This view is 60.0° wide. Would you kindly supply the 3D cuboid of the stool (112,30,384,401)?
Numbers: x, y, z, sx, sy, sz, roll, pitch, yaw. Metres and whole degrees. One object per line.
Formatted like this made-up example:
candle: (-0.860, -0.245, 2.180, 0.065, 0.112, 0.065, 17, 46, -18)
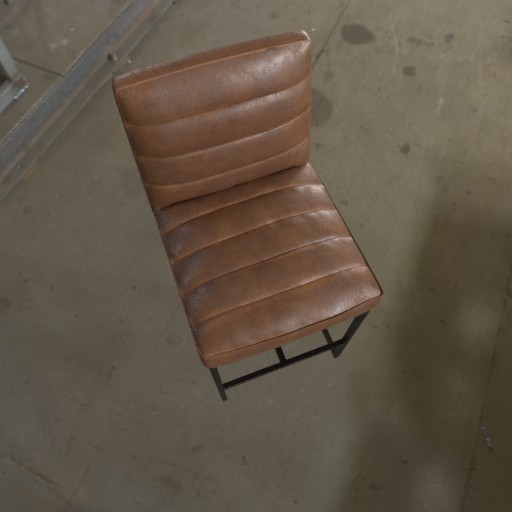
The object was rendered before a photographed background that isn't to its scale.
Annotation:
stool: (0.000, 0.000, 1.238, 0.463, 0.942, 0.562, -19, 65, -9)
